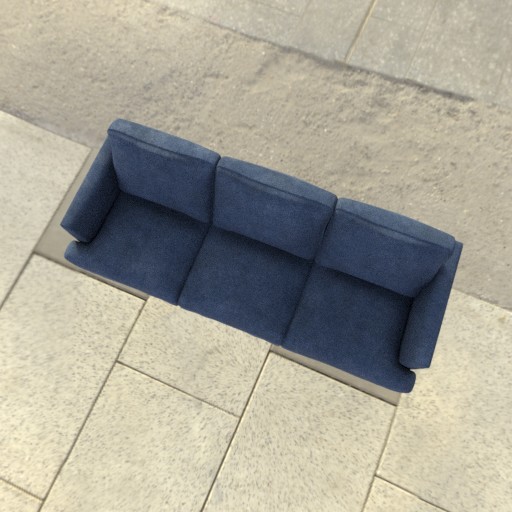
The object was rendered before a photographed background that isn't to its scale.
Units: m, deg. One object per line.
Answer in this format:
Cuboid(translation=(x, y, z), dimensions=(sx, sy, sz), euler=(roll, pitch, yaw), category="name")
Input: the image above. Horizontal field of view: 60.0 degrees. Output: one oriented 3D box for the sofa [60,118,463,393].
Cuboid(translation=(0.000, 0.000, 2.725), dimensions=(2.246, 0.930, 0.903), euler=(21, 75, 6), category="sofa")
